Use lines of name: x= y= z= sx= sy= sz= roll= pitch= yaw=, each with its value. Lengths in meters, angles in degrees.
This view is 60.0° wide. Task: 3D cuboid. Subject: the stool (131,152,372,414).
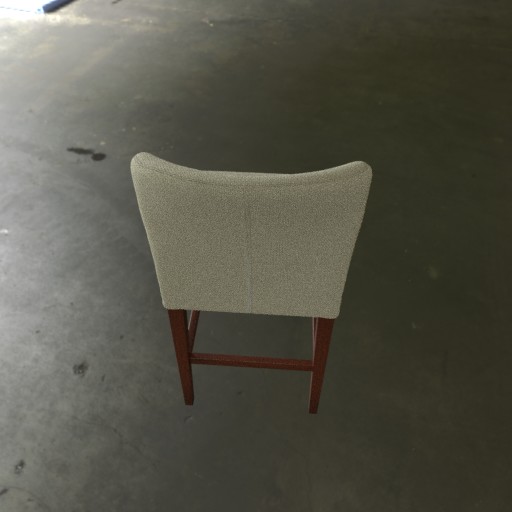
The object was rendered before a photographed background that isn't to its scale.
stool: x=0.000 y=0.000 z=1.297 sx=0.481 sy=0.969 sz=0.568 roll=3 pitch=48 yaw=3
